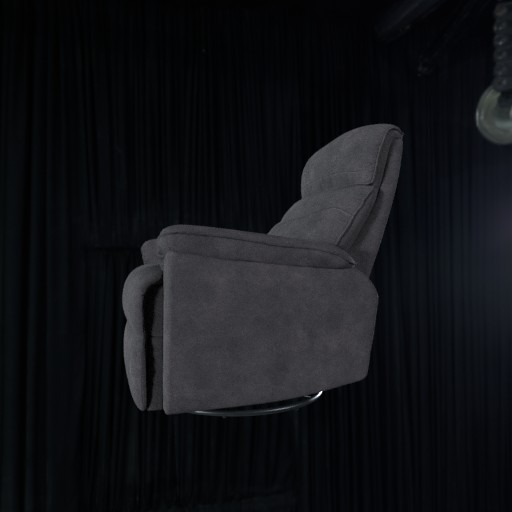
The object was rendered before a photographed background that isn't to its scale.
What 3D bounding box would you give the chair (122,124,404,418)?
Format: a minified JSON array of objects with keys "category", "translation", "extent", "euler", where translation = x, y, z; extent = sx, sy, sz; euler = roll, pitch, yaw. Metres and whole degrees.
[{"category":"chair","translation":[0.000,0.000,1.754],"extent":[1.009,1.035,0.830],"euler":[0,-1,-18]}]
